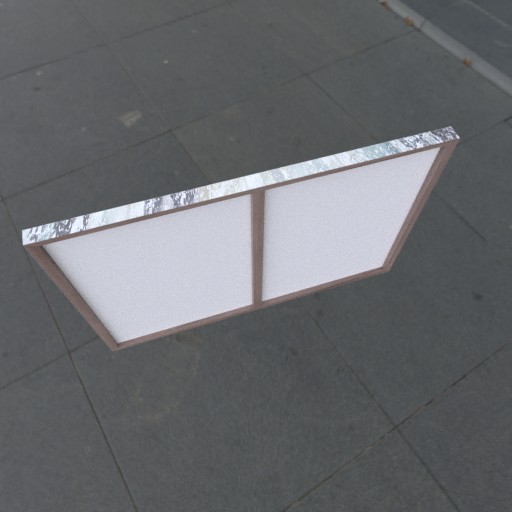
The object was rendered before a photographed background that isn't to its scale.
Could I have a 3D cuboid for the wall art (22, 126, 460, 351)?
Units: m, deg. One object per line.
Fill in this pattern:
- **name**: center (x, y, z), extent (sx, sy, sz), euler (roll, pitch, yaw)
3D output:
- **wall art**: center (0.000, 0.000, 1.160), extent (0.919, 0.598, 0.038), euler (-15, 60, -9)
